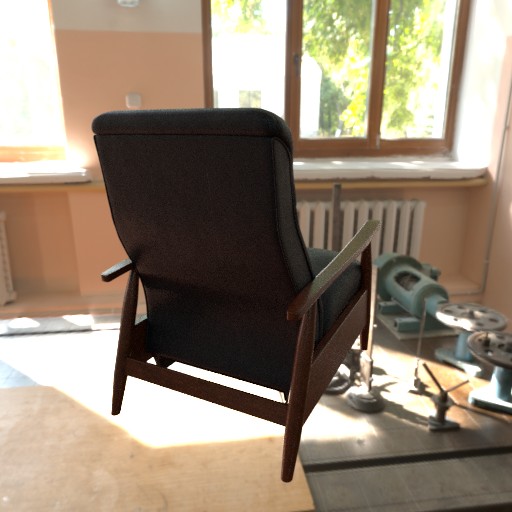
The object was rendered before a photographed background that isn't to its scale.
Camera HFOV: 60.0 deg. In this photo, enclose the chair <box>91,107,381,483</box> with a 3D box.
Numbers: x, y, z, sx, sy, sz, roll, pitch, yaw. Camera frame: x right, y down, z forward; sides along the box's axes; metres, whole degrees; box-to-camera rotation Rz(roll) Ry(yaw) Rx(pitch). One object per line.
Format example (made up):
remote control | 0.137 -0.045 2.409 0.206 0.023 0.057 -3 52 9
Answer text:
chair | 0.000 0.000 1.765 0.762 1.082 1.014 8 18 26
